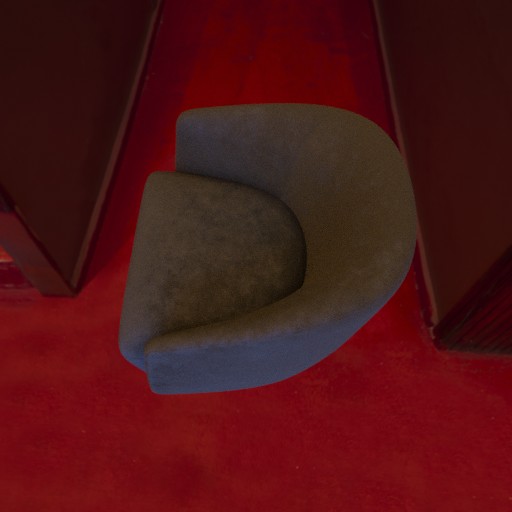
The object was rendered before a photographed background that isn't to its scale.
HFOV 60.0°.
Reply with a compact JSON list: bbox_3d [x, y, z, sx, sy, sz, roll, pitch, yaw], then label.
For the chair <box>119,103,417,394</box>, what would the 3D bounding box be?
[{"bbox_3d":[0.000,0.000,1.356,0.767,0.698,0.773,1,59,0],"label":"chair"}]
